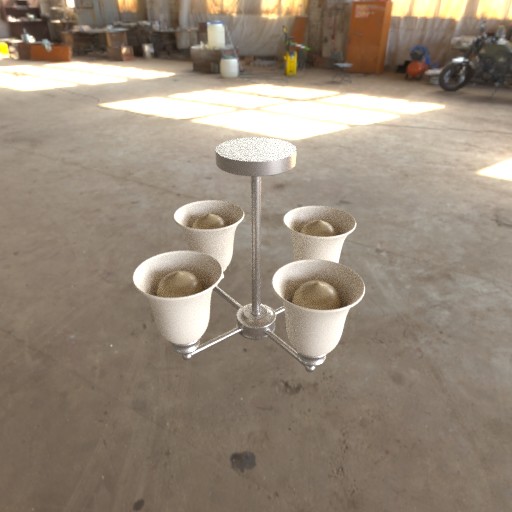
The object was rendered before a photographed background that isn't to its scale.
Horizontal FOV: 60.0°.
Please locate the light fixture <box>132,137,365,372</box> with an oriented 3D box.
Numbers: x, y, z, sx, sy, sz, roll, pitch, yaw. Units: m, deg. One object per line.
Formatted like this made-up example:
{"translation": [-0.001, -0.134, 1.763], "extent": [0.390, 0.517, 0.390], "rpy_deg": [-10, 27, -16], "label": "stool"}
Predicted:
{"translation": [0.000, 0.000, 0.752], "extent": [0.427, 0.370, 0.427], "rpy_deg": [-21, 36, -32], "label": "light fixture"}
